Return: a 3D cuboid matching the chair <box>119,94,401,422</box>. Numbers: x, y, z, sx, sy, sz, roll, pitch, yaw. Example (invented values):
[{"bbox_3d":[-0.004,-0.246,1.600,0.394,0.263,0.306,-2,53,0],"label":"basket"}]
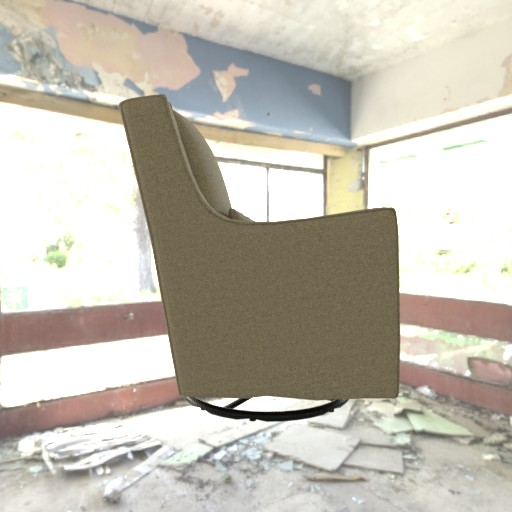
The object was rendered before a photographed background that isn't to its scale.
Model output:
[{"bbox_3d":[0.000,0.000,1.627,0.879,0.993,0.732,0,1,1],"label":"chair"}]
